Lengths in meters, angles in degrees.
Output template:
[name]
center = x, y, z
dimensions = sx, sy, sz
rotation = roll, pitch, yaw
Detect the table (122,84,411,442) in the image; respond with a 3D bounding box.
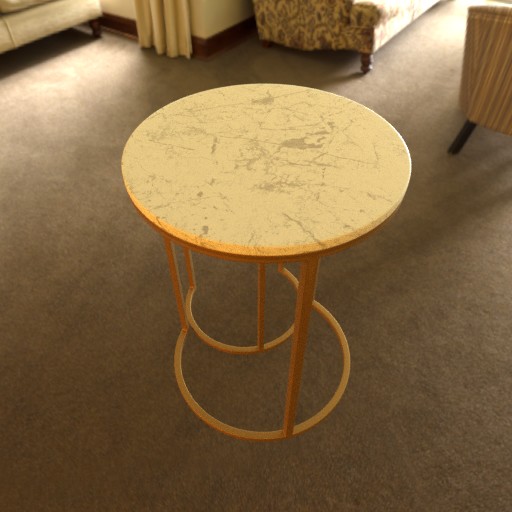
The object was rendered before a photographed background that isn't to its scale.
[table]
center = 0.000, 0.000, 0.861
dimensions = 0.400, 0.550, 0.507
rotation = -11, 47, -10
